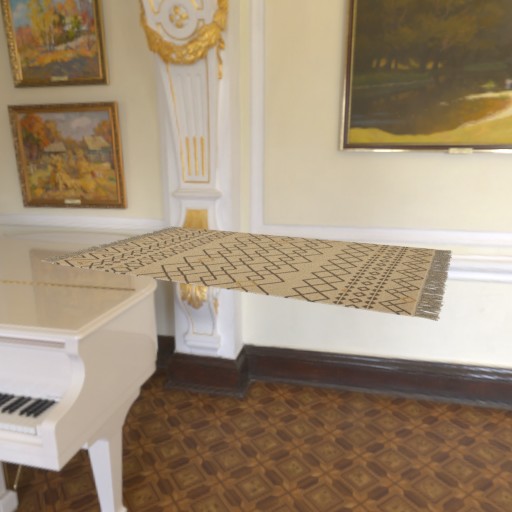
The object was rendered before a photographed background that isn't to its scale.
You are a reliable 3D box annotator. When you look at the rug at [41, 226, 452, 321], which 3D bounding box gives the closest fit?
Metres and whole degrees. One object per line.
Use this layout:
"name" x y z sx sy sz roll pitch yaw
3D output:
"rug" 0.000 0.000 3.076 2.472 0.035 1.495 6 15 24
